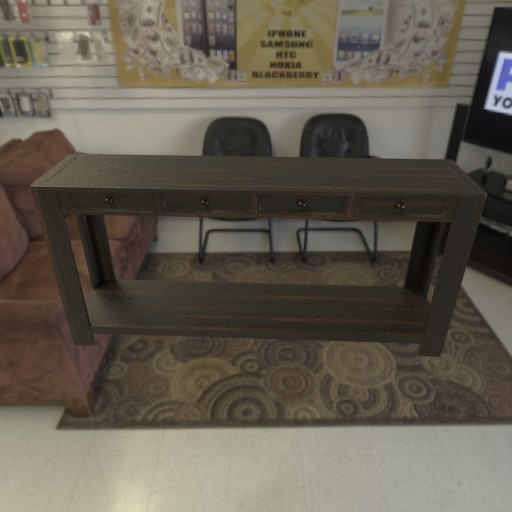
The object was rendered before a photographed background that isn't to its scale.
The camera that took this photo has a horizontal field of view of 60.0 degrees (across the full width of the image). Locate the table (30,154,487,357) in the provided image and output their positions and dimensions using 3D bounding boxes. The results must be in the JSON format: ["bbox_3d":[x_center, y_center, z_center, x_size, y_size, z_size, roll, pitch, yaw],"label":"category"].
[{"bbox_3d":[0.000,0.000,1.924,1.631,0.762,0.384,1,31,2],"label":"table"}]
